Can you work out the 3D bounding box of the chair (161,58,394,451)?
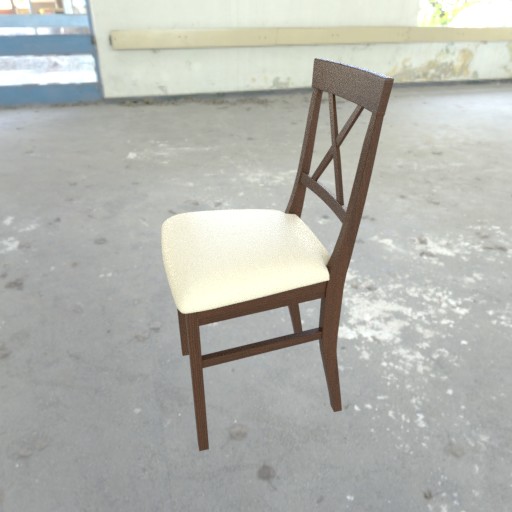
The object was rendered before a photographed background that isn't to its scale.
[{"bbox_3d":[0.000,0.000,1.170,0.480,0.913,0.440,-7,30,-13],"label":"chair"}]
